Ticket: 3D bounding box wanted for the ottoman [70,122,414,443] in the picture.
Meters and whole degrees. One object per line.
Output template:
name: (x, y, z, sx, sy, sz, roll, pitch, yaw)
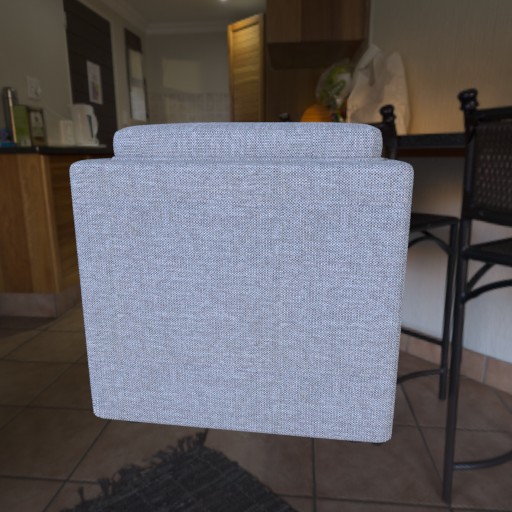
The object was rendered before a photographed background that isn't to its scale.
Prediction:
ottoman: (0.000, 0.000, 0.810, 0.450, 0.460, 0.450, 2, 14, 8)
